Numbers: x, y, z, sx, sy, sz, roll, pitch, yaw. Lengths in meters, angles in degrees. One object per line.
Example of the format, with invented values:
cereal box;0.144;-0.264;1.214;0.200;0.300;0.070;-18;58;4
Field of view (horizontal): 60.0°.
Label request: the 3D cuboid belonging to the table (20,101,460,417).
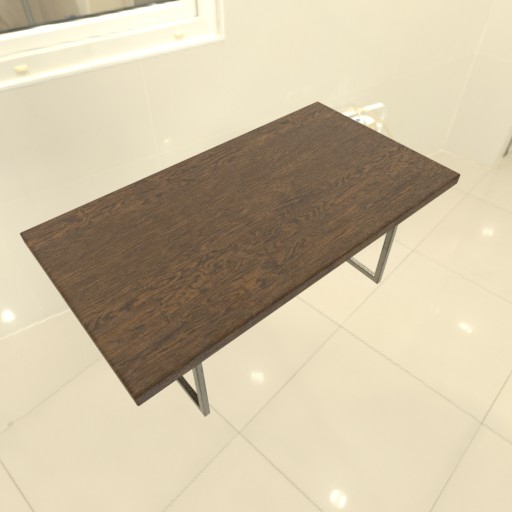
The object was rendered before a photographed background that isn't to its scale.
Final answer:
table;0.000;0.000;2.518;1.989;0.795;1.078;-31;54;-27
